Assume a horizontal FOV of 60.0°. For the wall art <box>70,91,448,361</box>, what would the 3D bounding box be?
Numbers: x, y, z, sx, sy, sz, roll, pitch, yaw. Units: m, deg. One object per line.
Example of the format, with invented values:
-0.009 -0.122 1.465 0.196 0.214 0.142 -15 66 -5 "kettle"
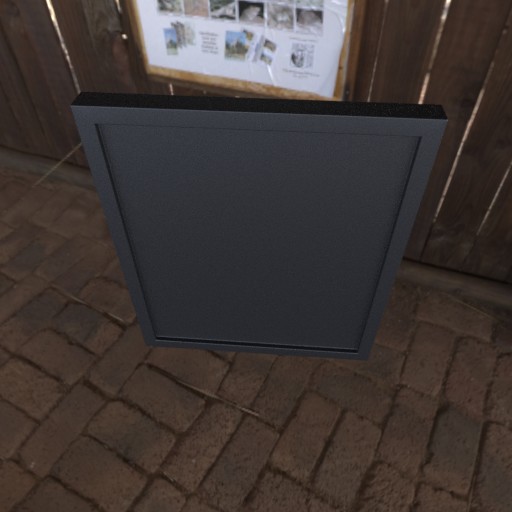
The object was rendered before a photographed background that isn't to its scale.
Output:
0.000 0.000 0.527 0.328 0.381 0.028 3 45 3 "wall art"
